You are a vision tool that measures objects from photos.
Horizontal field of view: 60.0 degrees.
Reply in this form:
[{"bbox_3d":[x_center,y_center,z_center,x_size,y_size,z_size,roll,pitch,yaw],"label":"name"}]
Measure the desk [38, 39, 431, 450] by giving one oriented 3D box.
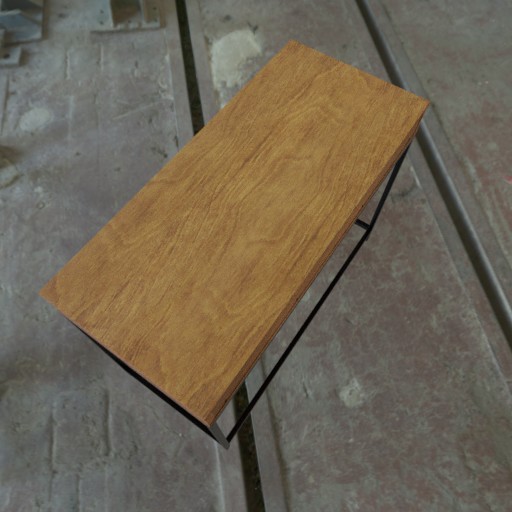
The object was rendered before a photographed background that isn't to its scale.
[{"bbox_3d":[0.000,0.000,1.432,0.470,0.762,1.016,32,67,15],"label":"desk"}]
